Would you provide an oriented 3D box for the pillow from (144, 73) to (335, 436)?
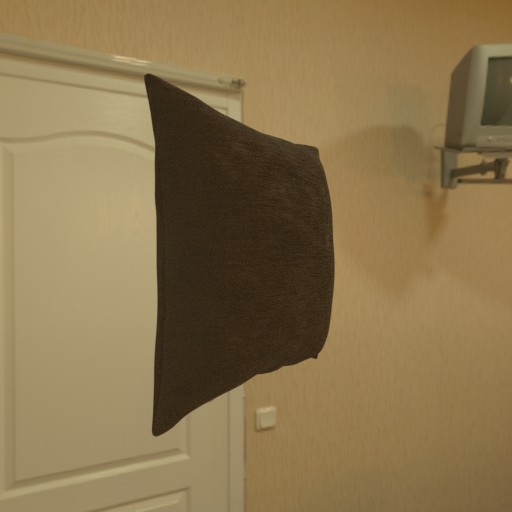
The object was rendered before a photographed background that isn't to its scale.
[{"bbox_3d":[0.000,0.000,0.710,0.204,0.439,0.452,0,1,34],"label":"pillow"}]
